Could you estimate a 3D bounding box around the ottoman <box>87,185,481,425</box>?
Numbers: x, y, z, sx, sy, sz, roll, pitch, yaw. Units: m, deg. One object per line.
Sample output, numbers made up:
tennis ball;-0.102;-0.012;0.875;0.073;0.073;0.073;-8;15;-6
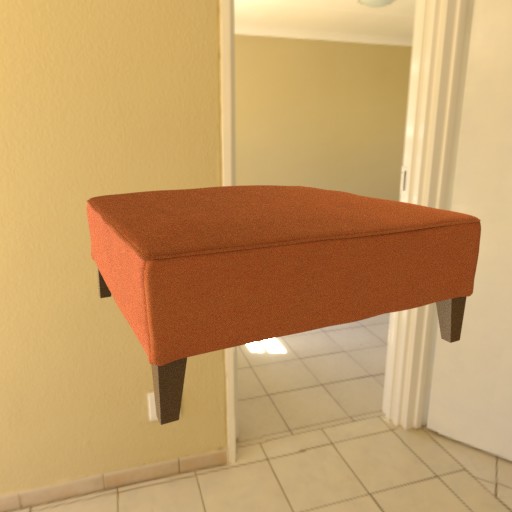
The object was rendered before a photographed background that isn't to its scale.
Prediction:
ottoman;0.000;0.000;1.535;0.997;0.438;0.999;-7;16;-26
